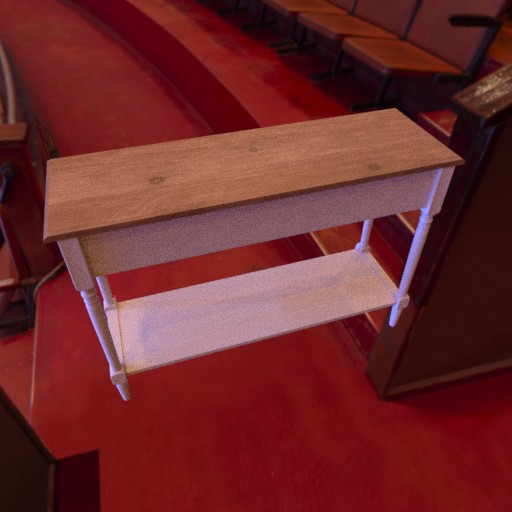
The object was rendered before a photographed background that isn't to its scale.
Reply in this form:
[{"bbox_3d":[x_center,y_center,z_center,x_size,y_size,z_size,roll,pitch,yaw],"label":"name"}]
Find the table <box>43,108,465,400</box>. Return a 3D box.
[{"bbox_3d":[0.000,0.000,1.618,1.219,0.800,0.399,-12,43,-13],"label":"table"}]
